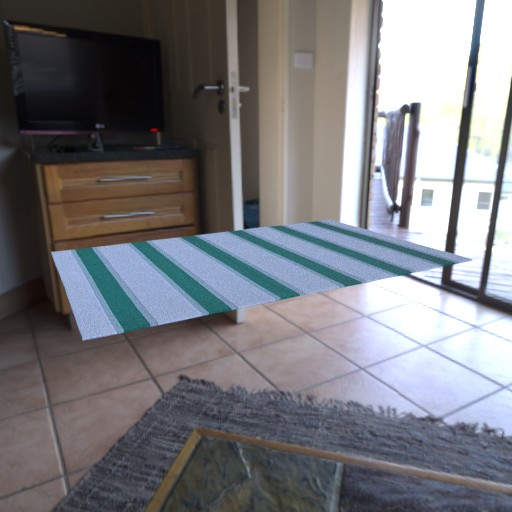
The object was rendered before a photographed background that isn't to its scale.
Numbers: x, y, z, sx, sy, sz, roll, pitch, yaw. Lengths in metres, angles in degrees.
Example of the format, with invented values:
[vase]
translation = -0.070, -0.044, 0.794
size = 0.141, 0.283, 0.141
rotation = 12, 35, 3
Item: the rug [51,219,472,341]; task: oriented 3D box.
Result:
[rug]
translation = 0.000, 0.000, 3.004
size = 2.436, 0.015, 1.521
rotation = -8, 18, -27
